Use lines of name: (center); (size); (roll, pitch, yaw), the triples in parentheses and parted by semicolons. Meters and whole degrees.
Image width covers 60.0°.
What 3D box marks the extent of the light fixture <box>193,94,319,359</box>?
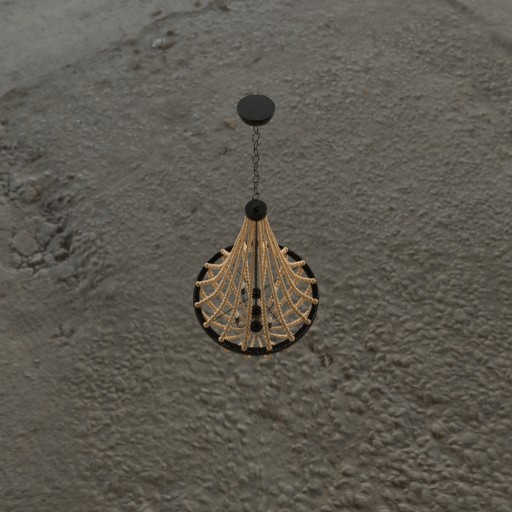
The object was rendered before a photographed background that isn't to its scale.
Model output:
light fixture: (0.000, 0.000, 1.368); (0.450, 1.133, 0.450); (0, 58, 0)
